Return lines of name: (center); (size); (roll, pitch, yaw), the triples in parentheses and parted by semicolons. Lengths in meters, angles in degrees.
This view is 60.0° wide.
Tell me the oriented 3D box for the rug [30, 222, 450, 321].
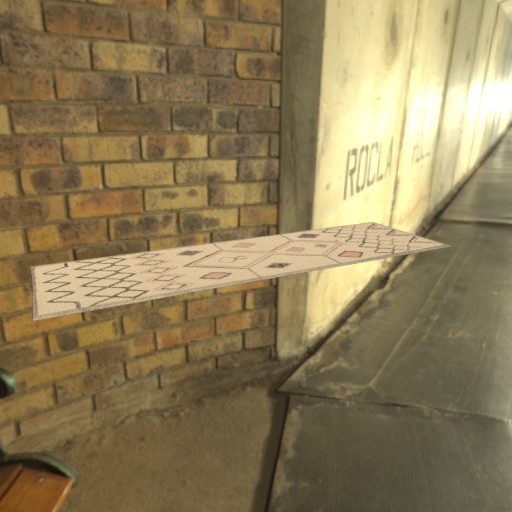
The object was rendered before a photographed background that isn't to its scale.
rug: (0.000, 0.000, 2.663); (2.435, 0.011, 0.750); (-9, 20, -25)
